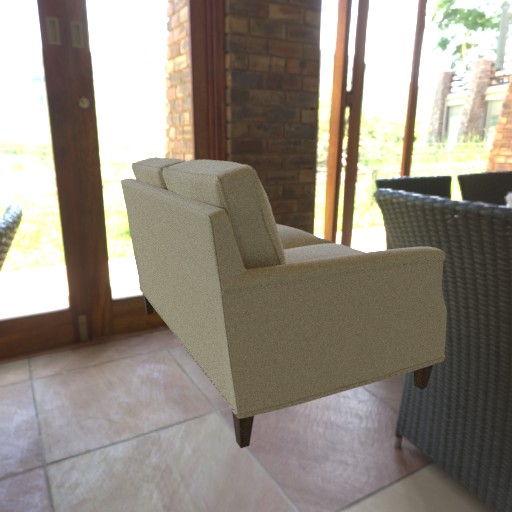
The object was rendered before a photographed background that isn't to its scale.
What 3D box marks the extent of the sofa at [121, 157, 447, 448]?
[{"bbox_3d":[0.000,0.000,2.299,1.084,1.003,1.597,-7,16,-26],"label":"sofa"}]
